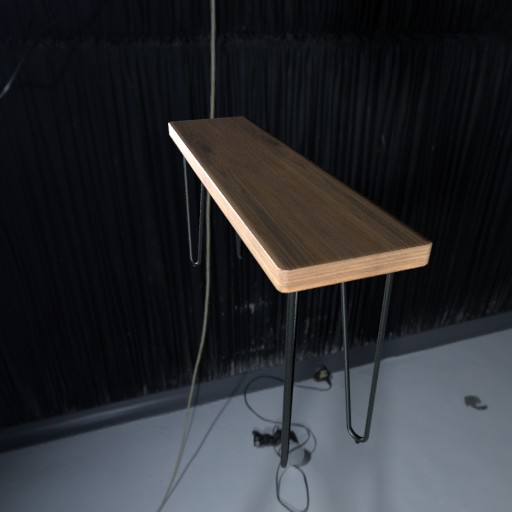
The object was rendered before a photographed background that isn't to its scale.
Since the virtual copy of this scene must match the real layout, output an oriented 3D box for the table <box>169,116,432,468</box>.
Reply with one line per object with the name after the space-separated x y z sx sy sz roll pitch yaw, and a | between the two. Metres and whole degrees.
0.000 0.000 1.913 0.425 0.834 1.570 -10 31 -17 | table
